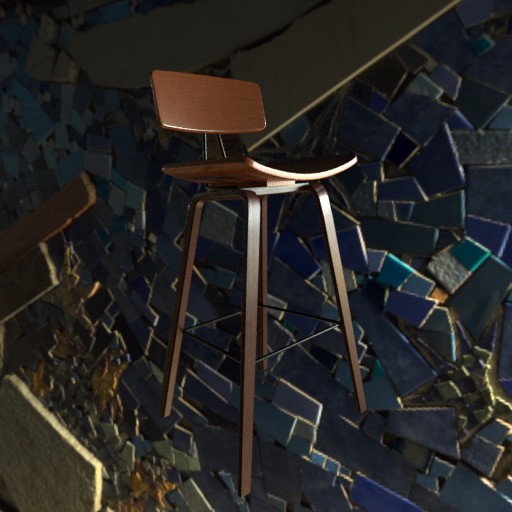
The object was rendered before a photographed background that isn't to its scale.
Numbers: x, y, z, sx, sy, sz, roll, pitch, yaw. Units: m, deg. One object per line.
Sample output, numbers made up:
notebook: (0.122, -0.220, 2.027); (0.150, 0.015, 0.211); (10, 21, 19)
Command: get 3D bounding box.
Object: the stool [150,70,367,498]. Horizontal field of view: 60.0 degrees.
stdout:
stool: (0.000, 0.000, 1.214); (0.509, 0.969, 0.440); (-13, 19, -42)
